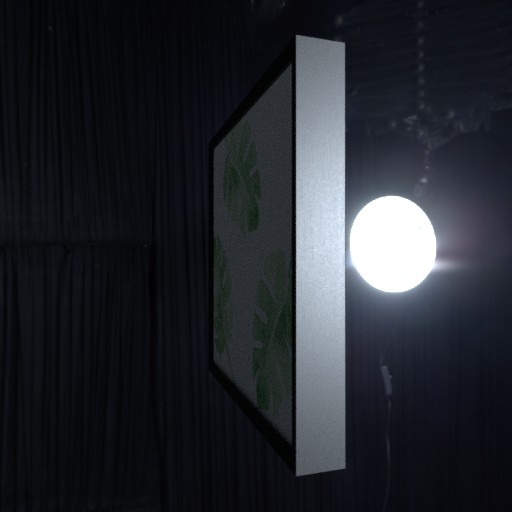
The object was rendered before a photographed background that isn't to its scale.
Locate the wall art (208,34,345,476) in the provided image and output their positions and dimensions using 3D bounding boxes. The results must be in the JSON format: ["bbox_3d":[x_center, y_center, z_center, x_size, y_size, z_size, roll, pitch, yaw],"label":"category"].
[{"bbox_3d":[0.000,0.000,0.455,0.038,0.304,0.304,0,0,-17],"label":"wall art"}]
